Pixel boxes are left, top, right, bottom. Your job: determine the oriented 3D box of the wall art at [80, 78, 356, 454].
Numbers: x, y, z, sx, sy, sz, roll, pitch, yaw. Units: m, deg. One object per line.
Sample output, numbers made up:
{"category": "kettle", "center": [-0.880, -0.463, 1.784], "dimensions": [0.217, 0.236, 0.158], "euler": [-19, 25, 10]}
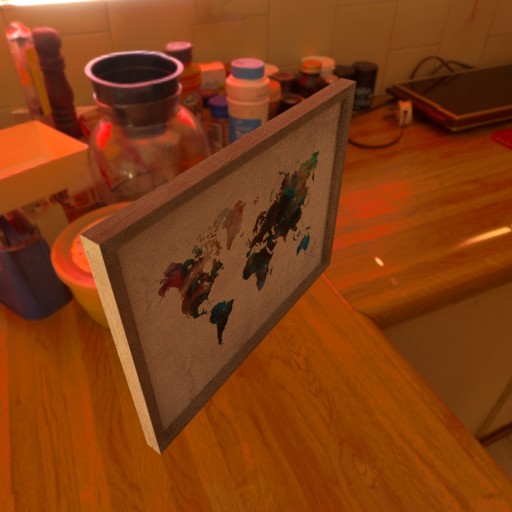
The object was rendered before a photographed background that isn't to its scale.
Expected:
{"category": "wall art", "center": [0.000, 0.000, 1.758], "dimensions": [0.070, 1.009, 1.320], "euler": [25, 46, 26]}
